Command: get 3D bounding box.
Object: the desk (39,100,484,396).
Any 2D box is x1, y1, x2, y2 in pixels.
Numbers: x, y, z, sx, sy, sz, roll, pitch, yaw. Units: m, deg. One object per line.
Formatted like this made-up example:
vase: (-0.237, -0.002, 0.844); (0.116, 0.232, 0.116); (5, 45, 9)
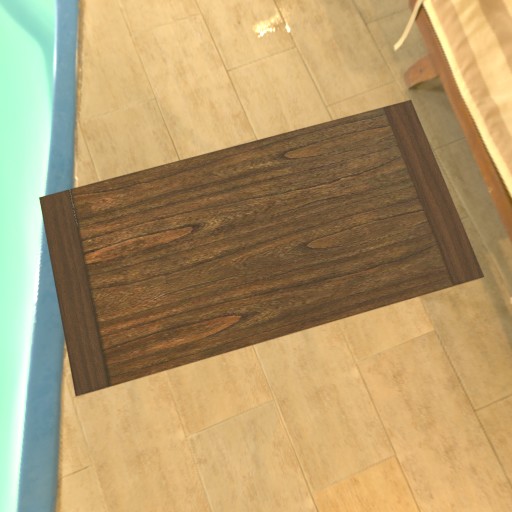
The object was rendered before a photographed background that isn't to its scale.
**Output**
desk: (0.000, 0.000, 2.022); (1.543, 0.725, 0.784); (-16, 77, -4)
